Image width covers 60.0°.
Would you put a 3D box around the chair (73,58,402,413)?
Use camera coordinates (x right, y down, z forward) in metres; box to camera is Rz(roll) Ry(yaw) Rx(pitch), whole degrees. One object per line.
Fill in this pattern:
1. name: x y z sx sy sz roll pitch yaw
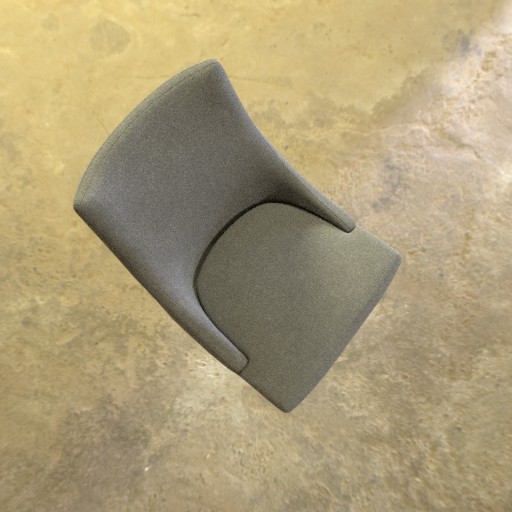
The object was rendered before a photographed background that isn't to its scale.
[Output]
1. chair: 0.000 0.000 1.507 0.861 0.909 0.701 38 79 9
